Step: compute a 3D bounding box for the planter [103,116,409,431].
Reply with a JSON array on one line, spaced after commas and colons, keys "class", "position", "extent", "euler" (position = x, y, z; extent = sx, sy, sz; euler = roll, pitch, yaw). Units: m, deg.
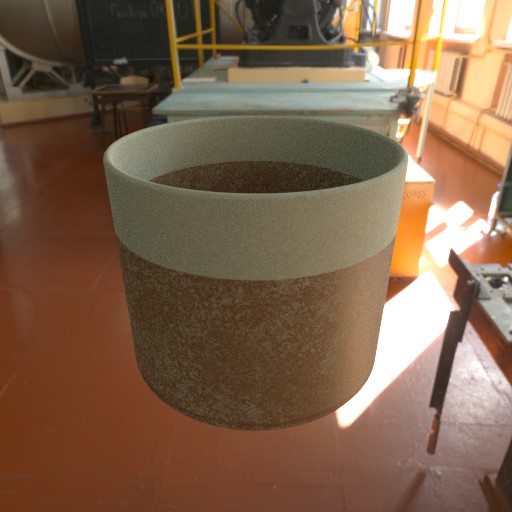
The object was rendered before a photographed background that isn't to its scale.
[{"class": "planter", "position": [0.000, 0.000, 0.272], "extent": [0.159, 0.138, 0.159], "euler": [0, 28, 0]}]
